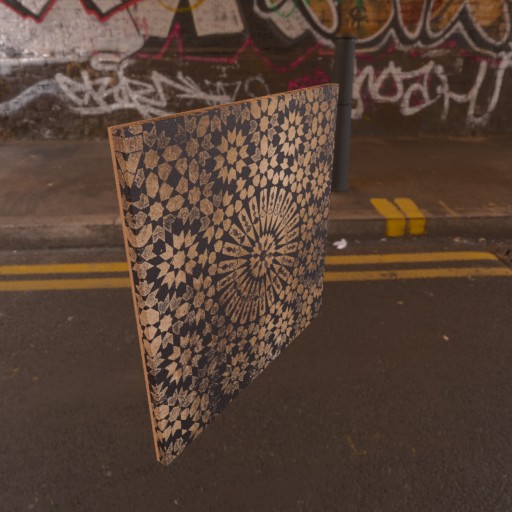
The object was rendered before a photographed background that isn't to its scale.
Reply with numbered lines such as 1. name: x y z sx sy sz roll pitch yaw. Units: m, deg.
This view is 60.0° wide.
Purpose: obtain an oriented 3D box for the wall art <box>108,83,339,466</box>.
1. wall art: 0.000 0.000 1.356 0.038 0.914 0.914 18 32 31
